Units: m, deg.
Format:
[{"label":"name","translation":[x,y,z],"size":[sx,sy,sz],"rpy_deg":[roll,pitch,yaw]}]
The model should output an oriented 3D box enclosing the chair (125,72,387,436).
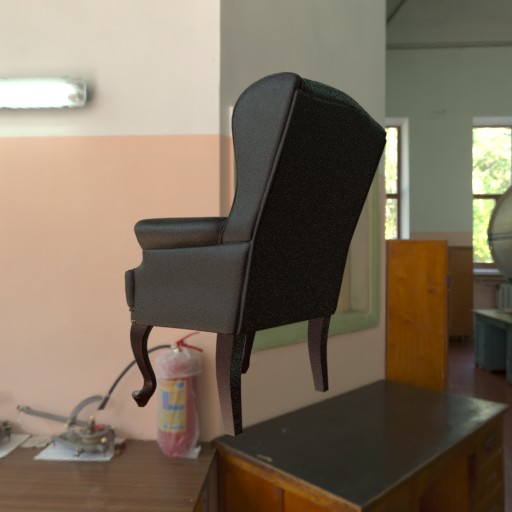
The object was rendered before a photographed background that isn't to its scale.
[{"label":"chair","translation":[0.000,0.000,1.726],"size":[0.822,1.133,0.831],"rpy_deg":[0,0,38]}]
